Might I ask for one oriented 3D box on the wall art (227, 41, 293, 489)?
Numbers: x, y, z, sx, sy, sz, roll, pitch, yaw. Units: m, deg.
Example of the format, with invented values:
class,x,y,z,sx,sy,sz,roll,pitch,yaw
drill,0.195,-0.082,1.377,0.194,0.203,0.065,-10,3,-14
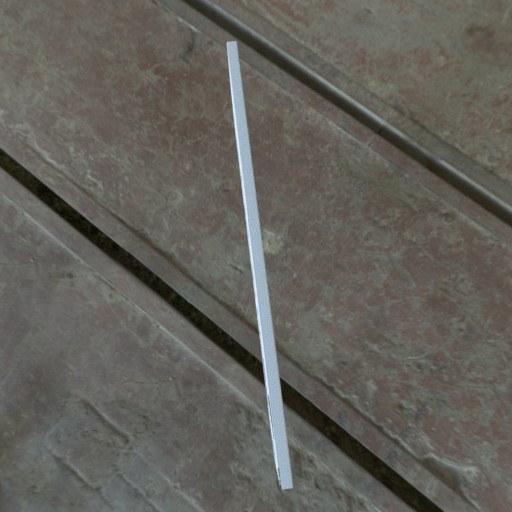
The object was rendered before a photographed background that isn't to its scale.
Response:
class,x,y,z,sx,sy,sz,roll,pitch,yaw
wall art,0.000,0.000,1.706,0.039,0.507,1.520,-7,76,-2
